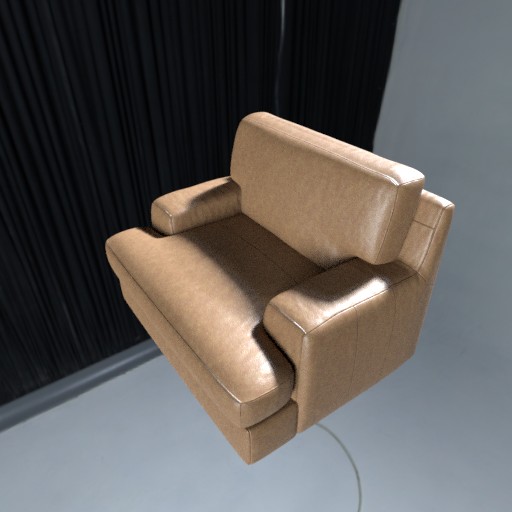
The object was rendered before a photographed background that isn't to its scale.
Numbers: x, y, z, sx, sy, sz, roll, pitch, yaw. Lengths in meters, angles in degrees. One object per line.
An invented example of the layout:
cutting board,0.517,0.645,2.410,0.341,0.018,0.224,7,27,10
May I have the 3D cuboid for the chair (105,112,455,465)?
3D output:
chair,0.000,0.000,2.001,1.050,0.978,1.276,-21,39,-29
